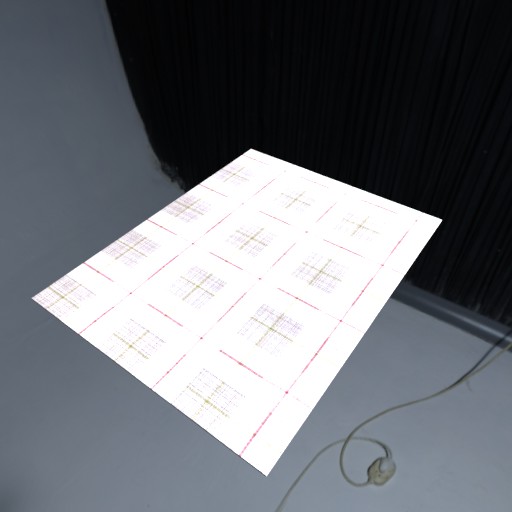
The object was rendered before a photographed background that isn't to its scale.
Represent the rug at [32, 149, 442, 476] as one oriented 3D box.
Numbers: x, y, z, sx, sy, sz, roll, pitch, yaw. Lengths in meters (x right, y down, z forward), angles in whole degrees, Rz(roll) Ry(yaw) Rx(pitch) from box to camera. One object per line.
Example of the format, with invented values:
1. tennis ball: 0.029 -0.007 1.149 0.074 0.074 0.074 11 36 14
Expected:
1. rug: 0.000 0.000 3.946 2.317 0.016 2.959 27 49 26
